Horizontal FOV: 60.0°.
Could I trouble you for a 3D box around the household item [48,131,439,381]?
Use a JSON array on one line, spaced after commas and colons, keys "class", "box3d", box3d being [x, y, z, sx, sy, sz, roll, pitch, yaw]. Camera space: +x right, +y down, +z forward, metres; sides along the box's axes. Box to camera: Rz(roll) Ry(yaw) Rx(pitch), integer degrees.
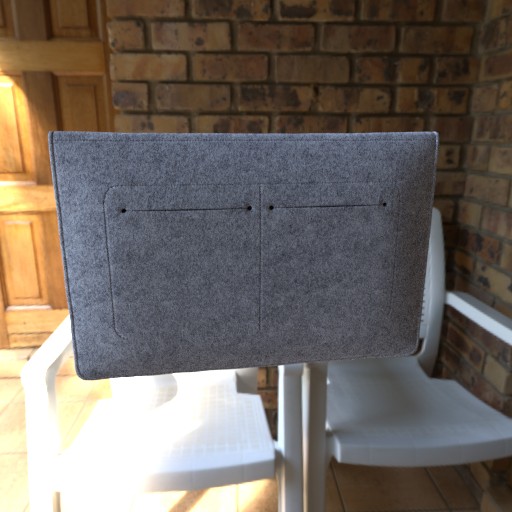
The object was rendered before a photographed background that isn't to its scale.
[{"class": "household item", "box3d": [0.000, 0.000, 0.408, 0.335, 0.221, 0.057, -2, 15, -9]}]
